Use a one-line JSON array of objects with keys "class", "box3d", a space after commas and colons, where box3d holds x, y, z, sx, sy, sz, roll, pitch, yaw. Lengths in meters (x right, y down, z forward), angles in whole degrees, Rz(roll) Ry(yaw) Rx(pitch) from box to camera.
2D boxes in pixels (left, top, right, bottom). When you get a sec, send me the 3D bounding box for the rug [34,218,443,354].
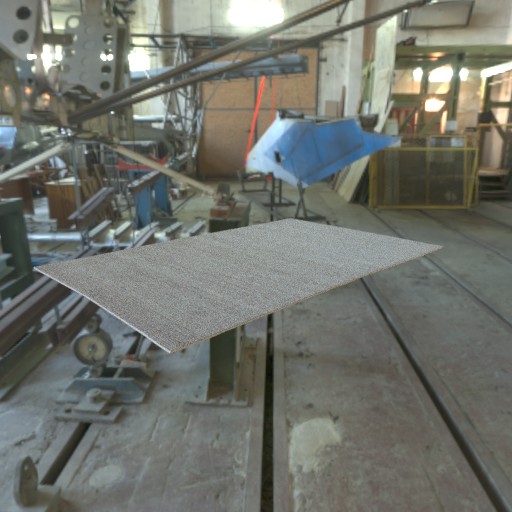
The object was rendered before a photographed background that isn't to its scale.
[{"class": "rug", "box3d": [0.000, 0.000, 2.272, 1.792, 0.021, 1.154, -14, 21, -41]}]
